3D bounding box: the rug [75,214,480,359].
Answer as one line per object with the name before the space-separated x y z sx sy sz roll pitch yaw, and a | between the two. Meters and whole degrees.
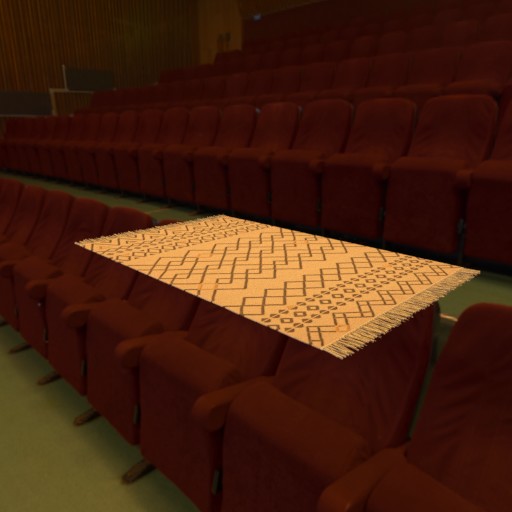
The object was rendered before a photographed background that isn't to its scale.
rug | 0.000 0.000 2.510 2.023 0.028 1.224 16 23 43
